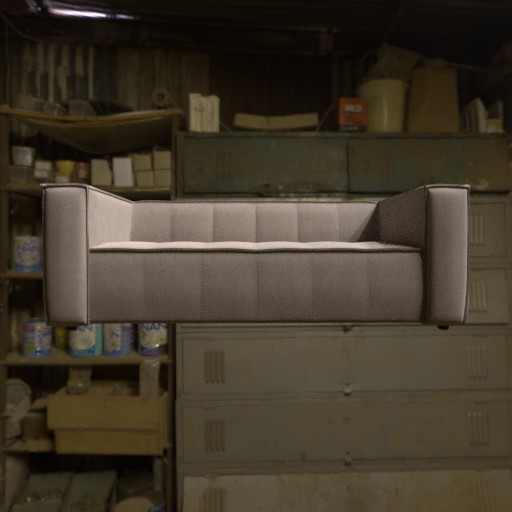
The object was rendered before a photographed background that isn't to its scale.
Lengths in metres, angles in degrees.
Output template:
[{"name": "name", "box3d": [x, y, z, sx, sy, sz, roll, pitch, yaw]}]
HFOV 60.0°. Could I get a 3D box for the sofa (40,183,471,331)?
[{"name": "sofa", "box3d": [0.000, 0.000, 2.496, 1.995, 0.680, 1.038, 0, 1, -1]}]
